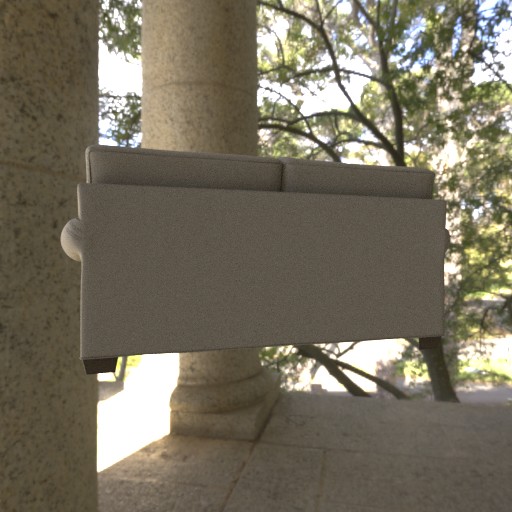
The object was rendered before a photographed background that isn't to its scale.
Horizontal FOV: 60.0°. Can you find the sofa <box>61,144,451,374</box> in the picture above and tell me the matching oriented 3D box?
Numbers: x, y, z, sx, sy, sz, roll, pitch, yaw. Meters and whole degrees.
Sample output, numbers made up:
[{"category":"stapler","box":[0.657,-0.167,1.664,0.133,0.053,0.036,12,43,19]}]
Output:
[{"category":"sofa","box":[0.000,0.000,2.428,1.930,0.952,0.940,0,0,-18]}]
